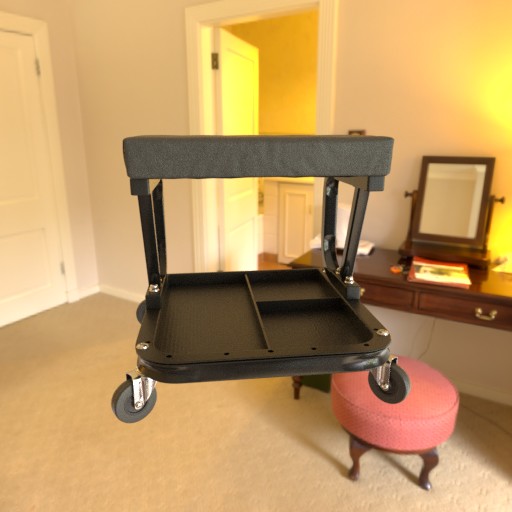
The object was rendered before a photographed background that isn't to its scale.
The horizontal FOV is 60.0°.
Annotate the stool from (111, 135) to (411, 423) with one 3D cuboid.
[{"bbox_3d":[0.000,0.000,0.723,0.446,0.380,0.371,-2,16,-7],"label":"stool"}]
